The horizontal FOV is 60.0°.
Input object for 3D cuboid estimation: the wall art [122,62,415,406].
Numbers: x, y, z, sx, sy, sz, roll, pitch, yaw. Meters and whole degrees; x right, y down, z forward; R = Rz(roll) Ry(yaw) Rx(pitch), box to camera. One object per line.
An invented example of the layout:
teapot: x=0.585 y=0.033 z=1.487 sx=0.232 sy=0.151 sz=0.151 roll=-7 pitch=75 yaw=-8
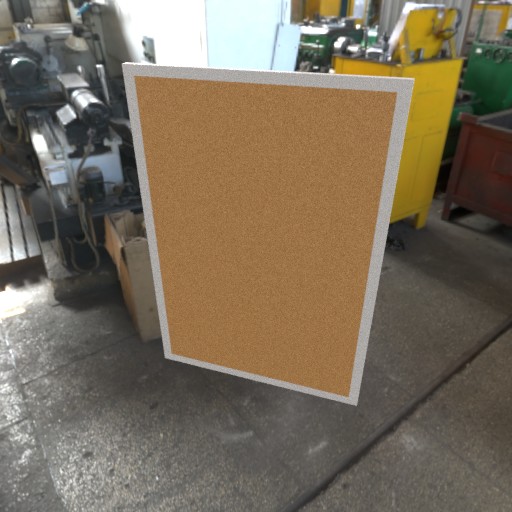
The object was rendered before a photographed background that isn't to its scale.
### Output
wall art: x=0.000 y=0.000 z=0.838 sx=0.456 sy=0.656 sz=0.013 roll=10 pitch=33 yaw=15
